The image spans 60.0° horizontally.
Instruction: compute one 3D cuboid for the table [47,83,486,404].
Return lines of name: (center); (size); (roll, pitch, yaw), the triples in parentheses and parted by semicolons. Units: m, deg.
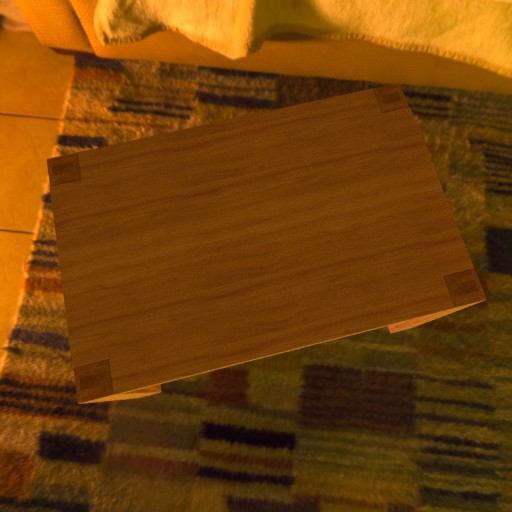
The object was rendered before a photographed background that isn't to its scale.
table: (0.000, 0.000, 1.950); (1.400, 0.760, 0.900); (-13, 74, -4)
